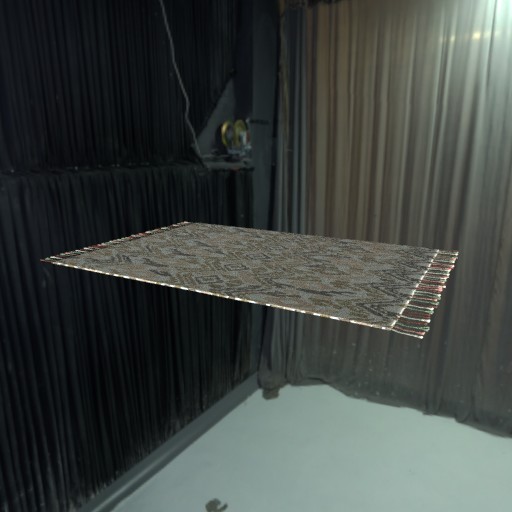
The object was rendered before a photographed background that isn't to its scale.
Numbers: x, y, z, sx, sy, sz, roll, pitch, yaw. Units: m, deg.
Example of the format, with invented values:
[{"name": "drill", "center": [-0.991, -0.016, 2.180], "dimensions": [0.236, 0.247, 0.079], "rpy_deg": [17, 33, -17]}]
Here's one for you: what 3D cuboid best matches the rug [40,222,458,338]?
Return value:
[{"name": "rug", "center": [0.000, 0.000, 2.278], "dimensions": [1.829, 0.008, 1.219], "rpy_deg": [8, 17, 28]}]
